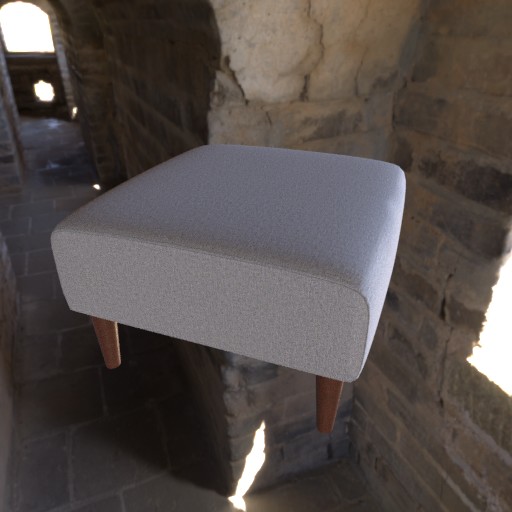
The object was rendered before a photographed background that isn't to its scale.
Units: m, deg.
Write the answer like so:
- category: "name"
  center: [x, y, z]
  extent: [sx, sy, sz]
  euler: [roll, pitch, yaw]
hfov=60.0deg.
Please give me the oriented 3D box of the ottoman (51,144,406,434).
- category: "ottoman"
  center: [0.000, 0.000, 1.094]
  extent: [0.648, 0.399, 0.655]
  euler: [10, 30, 18]
